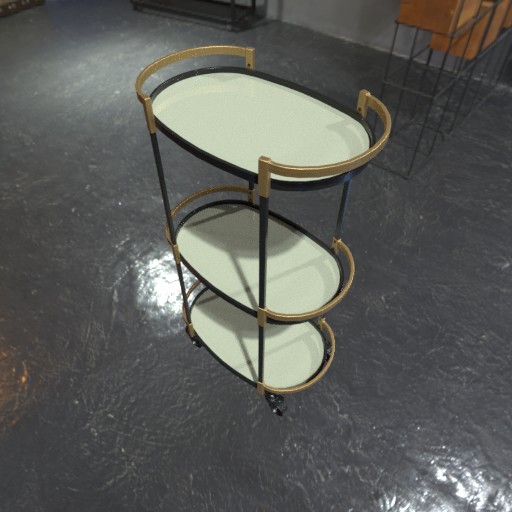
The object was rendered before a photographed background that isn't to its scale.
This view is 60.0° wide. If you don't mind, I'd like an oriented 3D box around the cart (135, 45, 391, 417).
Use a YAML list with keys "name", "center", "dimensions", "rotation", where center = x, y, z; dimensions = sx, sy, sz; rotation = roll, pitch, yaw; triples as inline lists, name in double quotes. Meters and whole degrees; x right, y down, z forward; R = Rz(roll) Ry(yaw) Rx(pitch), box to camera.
- name: "cart"
  center: [0.000, 0.000, 1.147]
  dimensions: [0.515, 0.885, 0.311]
  rotation: [33, 56, 27]
